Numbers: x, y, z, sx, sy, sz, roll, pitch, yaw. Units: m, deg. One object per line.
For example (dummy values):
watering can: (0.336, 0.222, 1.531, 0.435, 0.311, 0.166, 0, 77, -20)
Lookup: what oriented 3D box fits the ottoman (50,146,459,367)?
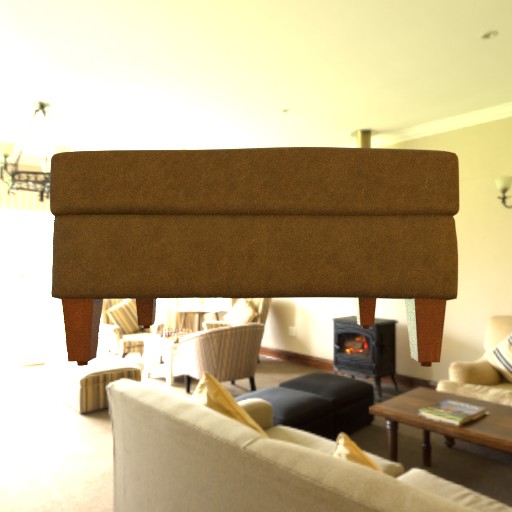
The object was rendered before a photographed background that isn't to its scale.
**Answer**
ottoman: (0.000, 0.000, 1.191, 0.839, 0.464, 0.639, 0, -1, 0)
